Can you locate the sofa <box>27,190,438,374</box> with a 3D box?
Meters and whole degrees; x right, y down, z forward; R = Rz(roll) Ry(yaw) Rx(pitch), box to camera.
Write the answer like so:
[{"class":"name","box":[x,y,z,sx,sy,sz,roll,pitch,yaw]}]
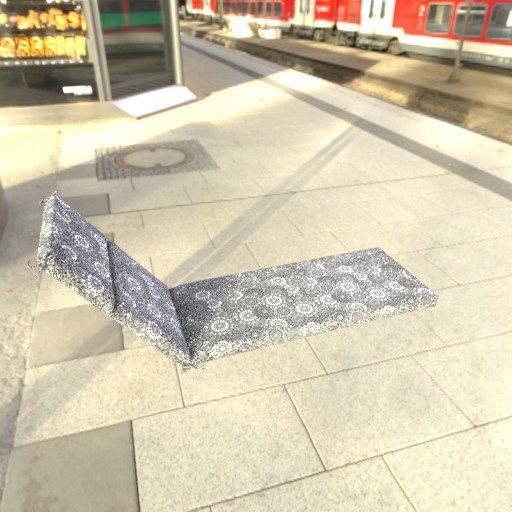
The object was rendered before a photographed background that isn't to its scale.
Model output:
[{"class":"sofa","box":[0.000,0.000,1.939,1.663,0.622,0.582,-10,32,-17]}]
